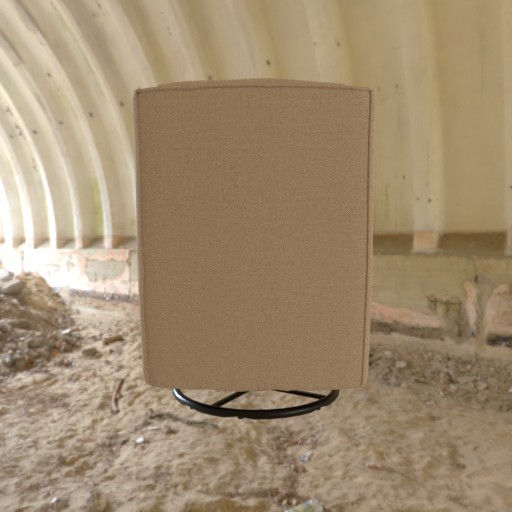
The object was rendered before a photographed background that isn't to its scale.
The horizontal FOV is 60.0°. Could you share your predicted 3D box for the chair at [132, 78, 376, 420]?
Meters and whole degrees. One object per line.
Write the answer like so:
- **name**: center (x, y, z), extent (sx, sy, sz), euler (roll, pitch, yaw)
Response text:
- **chair**: center (0.000, 0.000, 1.602), extent (0.732, 0.993, 0.879), euler (0, 1, 1)
